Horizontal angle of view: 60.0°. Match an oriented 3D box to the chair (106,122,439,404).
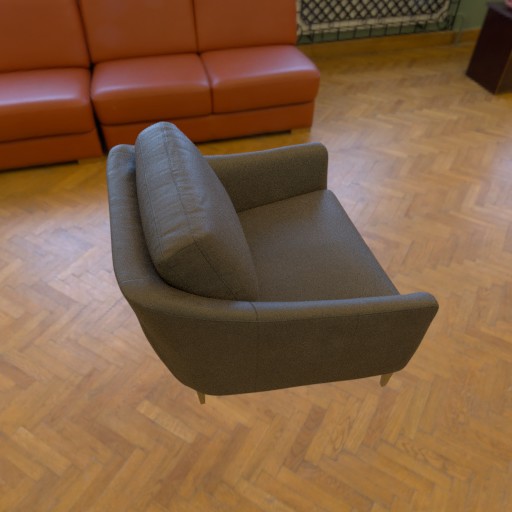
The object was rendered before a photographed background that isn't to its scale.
[{"bbox_3d":[0.000,0.000,1.716,0.961,0.901,0.988,-11,46,-11],"label":"chair"}]
